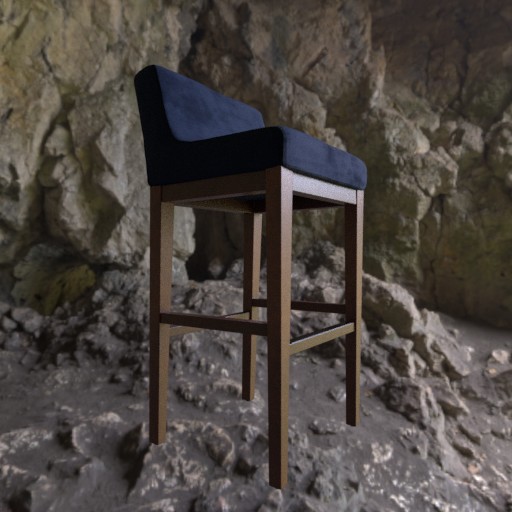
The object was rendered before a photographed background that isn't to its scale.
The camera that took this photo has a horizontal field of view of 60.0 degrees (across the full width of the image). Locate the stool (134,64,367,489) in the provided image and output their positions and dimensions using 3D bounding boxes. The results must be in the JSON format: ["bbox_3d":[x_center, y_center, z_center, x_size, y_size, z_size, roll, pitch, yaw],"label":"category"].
[{"bbox_3d":[0.000,0.000,1.289,0.500,1.037,0.511,1,1,35],"label":"stool"}]
